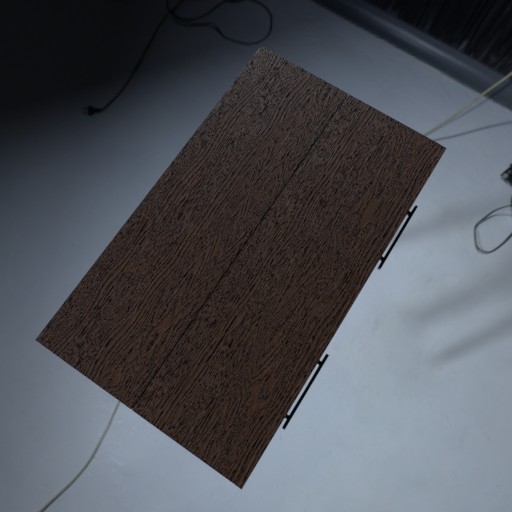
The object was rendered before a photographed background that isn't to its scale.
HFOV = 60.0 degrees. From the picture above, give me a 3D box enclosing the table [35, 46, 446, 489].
[{"bbox_3d":[0.000,0.000,1.492,0.719,0.361,1.167,32,77,8],"label":"table"}]
